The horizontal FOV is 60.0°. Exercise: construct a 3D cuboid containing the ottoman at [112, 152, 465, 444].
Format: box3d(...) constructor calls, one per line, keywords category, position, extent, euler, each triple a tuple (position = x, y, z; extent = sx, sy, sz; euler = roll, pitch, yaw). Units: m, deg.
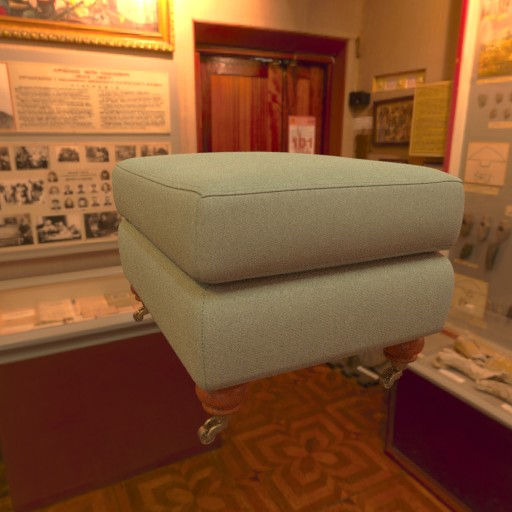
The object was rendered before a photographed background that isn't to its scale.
box3d(category="ottoman", position=(0.000, 0.000, 1.105), extent=(0.569, 0.499, 0.773), euler=(-7, 17, -25))
